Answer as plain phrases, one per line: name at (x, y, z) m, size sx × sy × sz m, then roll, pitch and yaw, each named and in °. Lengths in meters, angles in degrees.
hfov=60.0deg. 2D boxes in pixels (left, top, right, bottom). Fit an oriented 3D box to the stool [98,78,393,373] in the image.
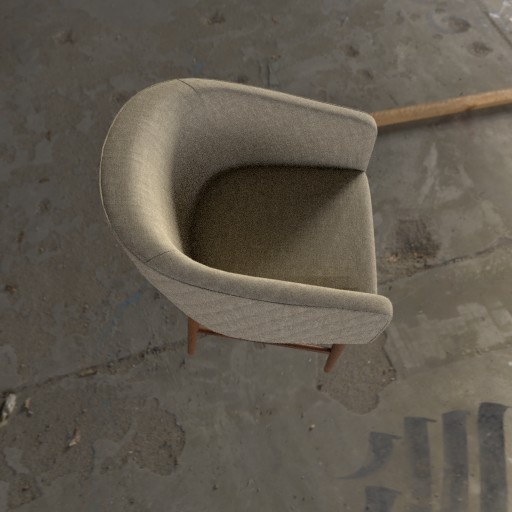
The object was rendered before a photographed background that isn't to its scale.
stool at (0.000, 0.000, 1.321) m, size 0.635 × 0.952 × 0.559 m, roll 3°, pitch 64°, yaw 1°
